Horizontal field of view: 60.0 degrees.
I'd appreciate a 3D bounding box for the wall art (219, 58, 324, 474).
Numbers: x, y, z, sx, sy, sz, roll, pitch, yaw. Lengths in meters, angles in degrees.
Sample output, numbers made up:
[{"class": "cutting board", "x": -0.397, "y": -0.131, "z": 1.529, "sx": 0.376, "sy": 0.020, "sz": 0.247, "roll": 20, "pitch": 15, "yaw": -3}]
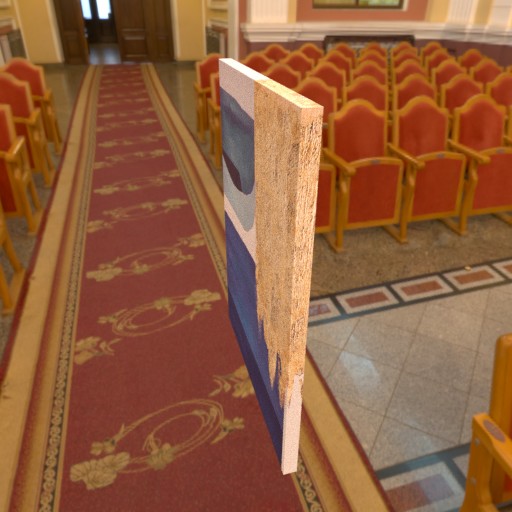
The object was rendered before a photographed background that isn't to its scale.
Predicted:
[{"class": "wall art", "x": 0.000, "y": 0.000, "z": 0.807, "sx": 0.026, "sy": 0.613, "sz": 0.458, "roll": -8, "pitch": 31, "yaw": -13}]
